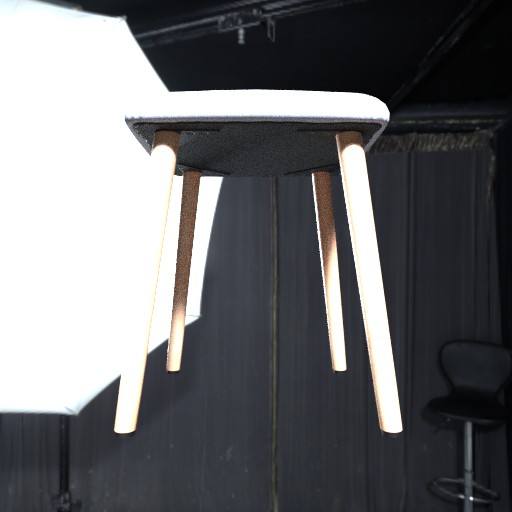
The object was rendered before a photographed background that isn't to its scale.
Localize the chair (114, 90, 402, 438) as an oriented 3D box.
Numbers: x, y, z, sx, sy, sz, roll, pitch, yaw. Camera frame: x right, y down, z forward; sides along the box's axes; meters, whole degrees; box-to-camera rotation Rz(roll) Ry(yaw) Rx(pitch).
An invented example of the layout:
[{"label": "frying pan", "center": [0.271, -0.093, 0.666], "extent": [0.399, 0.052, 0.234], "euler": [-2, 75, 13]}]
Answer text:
[{"label": "chair", "center": [0.000, 0.000, 0.701], "extent": [0.350, 0.440, 0.350], "euler": [0, -2, 0]}]
